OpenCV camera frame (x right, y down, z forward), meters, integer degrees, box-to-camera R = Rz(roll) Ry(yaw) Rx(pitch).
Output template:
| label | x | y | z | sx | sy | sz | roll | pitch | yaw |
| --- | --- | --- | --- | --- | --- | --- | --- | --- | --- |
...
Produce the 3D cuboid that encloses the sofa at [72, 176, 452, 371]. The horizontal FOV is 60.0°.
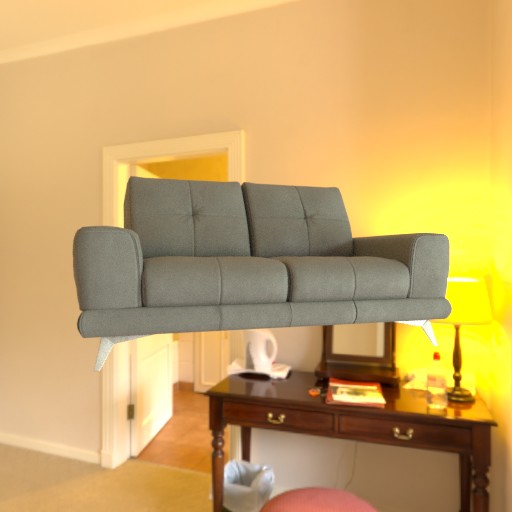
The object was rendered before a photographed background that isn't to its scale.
| label | x | y | z | sx | sy | sz | roll | pitch | yaw |
| --- | --- | --- | --- | --- | --- | --- | --- | --- | --- |
| sofa | 0.000 | 0.000 | 2.425 | 1.806 | 0.907 | 1.018 | 0 | 0 | -18 |
